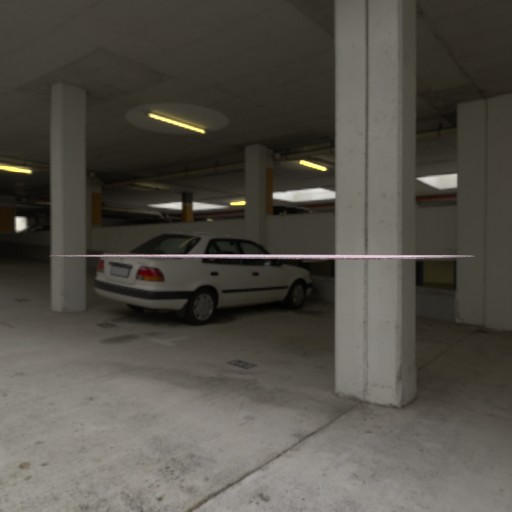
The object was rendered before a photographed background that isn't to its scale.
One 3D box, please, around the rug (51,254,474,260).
[{"bbox_3d":[0.000,0.000,2.289,1.829,0.005,1.219,0,1,37],"label":"rug"}]
